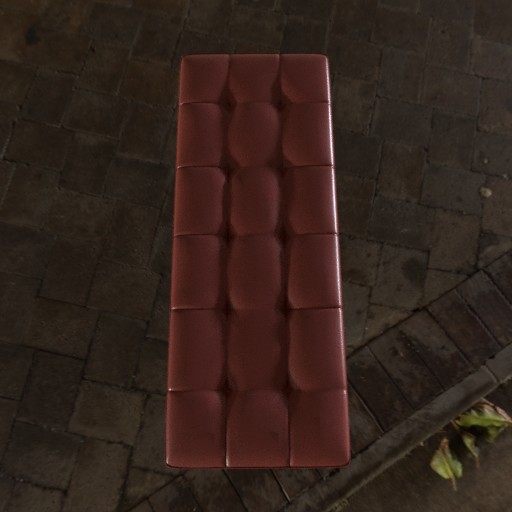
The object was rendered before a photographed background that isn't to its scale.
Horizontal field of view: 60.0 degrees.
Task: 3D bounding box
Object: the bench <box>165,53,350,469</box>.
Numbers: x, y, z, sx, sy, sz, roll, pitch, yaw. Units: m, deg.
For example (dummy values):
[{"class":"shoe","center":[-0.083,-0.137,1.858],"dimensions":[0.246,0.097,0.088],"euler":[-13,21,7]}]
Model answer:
[{"class":"bench","center":[0.000,0.000,1.340],"dimensions":[0.432,0.460,1.105],"euler":[0,76,0]}]
